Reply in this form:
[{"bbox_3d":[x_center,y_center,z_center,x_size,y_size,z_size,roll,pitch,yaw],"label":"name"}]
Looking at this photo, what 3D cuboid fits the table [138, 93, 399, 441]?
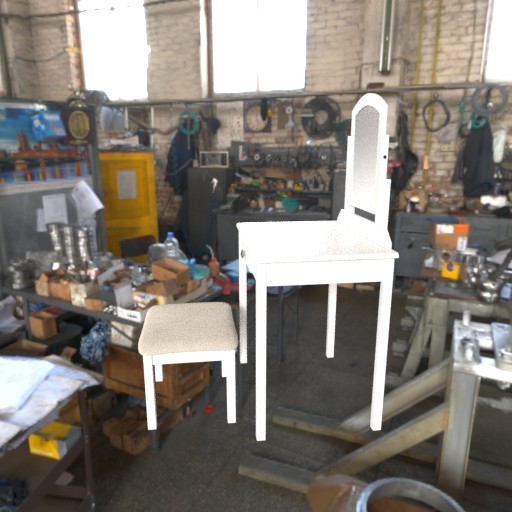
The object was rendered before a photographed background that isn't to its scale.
[{"bbox_3d":[0.000,0.000,2.338,1.211,1.631,0.876,-2,14,-8],"label":"table"}]
